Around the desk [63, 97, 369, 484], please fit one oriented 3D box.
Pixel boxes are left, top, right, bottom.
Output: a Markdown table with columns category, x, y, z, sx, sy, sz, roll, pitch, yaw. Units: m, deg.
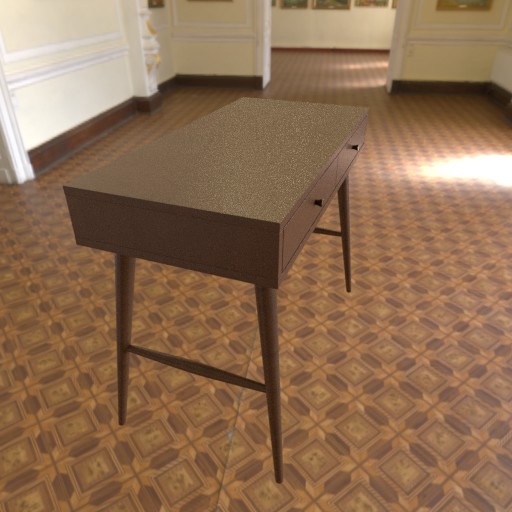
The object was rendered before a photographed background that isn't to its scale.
| category | x | y | z | sx | sy | sz | roll | pitch | yaw |
| --- | --- | --- | --- | --- | --- | --- | --- | --- | --- |
| desk | 0.000 | 0.000 | 1.405 | 0.510 | 0.758 | 0.949 | 11 | 33 | 18 |
